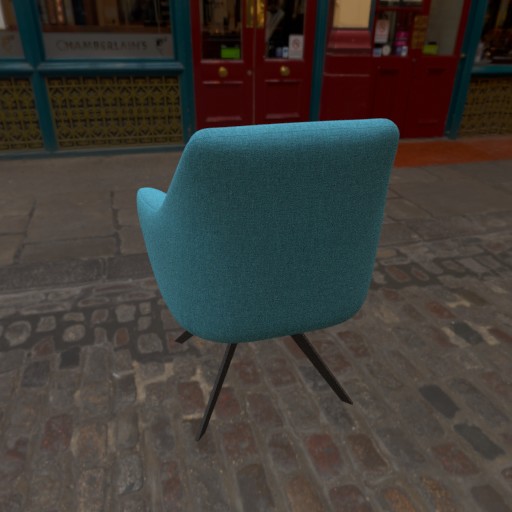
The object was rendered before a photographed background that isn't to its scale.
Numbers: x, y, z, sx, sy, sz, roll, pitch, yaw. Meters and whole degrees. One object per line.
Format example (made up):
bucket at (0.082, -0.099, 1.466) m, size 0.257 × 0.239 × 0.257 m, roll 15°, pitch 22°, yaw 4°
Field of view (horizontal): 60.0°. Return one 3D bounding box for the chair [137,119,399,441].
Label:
chair at (0.000, 0.000, 1.319) m, size 0.642 × 0.874 × 0.677 m, roll -8°, pitch 28°, yaw -15°
